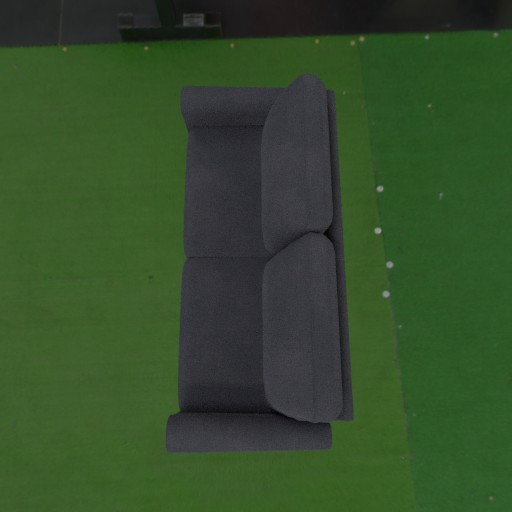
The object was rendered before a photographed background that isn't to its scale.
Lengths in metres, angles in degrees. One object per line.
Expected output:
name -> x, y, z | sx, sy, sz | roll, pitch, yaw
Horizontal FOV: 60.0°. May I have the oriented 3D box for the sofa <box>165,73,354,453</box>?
sofa -> 0.000, 0.000, 2.401 | 0.842, 0.942, 1.935 | 0, 75, 0
